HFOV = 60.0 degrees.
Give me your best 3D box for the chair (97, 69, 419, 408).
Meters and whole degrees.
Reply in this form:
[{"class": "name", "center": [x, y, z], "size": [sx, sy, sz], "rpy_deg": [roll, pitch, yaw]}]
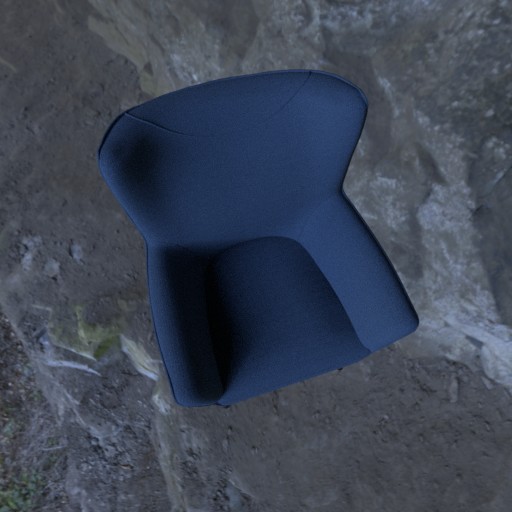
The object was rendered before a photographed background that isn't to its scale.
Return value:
[{"class": "chair", "center": [0.000, 0.000, 1.552], "size": [0.781, 0.933, 0.888], "rpy_deg": [-16, 63, -8]}]
